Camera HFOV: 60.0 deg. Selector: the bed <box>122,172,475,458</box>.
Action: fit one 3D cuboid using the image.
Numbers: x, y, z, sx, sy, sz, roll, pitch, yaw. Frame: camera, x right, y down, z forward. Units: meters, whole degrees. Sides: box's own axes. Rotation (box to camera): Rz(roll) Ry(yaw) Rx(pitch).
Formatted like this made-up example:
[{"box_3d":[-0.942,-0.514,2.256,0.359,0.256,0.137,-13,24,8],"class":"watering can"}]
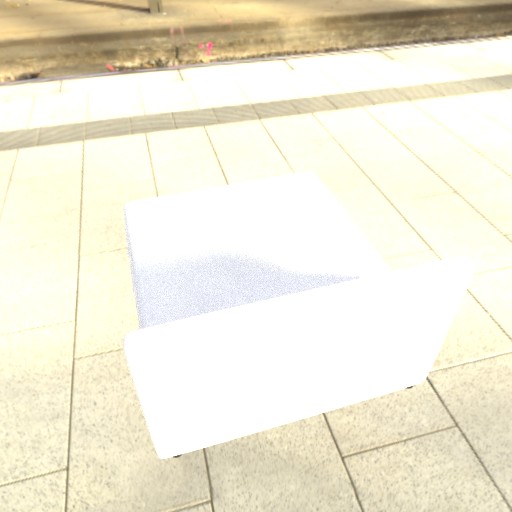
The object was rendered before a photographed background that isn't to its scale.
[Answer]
[{"box_3d":[0.000,0.000,3.618,2.119,1.317,2.341,-12,43,-13],"class":"bed"}]
